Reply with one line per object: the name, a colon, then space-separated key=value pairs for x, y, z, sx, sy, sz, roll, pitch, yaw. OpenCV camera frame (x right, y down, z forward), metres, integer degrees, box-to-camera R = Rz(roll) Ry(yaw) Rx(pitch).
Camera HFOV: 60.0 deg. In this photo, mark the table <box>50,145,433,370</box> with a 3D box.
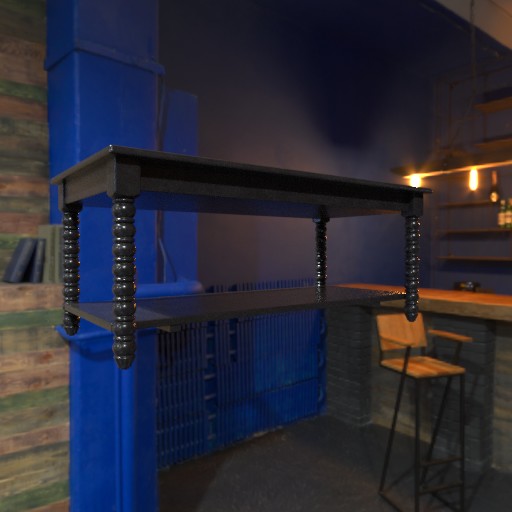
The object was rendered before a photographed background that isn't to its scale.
table: x=0.000 y=0.000 z=1.498 sx=1.171 sy=0.487 sz=0.580 roll=-1 pitch=1 yaw=-36
